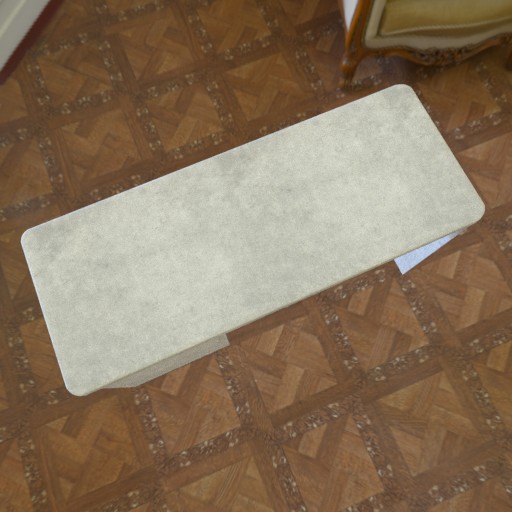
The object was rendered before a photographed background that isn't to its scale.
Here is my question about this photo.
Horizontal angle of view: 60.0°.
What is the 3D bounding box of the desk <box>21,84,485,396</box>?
[{"bbox_3d":[0.000,0.000,1.768,1.400,0.755,0.550,-23,76,-6],"label":"desk"}]
